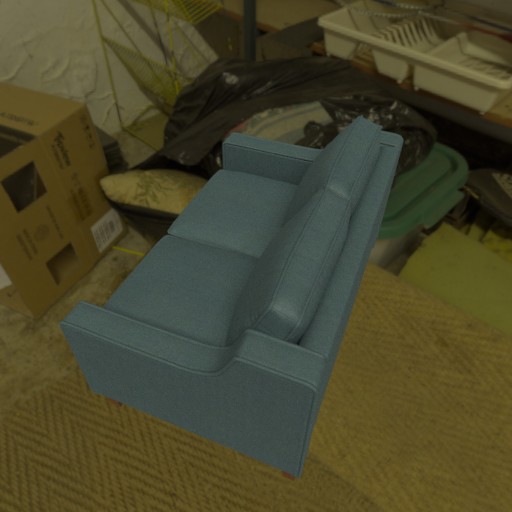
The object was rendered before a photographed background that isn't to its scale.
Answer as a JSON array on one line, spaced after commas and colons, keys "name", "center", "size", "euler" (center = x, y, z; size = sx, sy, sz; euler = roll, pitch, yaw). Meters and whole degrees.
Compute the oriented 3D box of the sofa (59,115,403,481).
[{"name": "sofa", "center": [0.000, 0.000, 2.080], "size": [0.987, 0.971, 1.501], "euler": [16, 46, 16]}]
